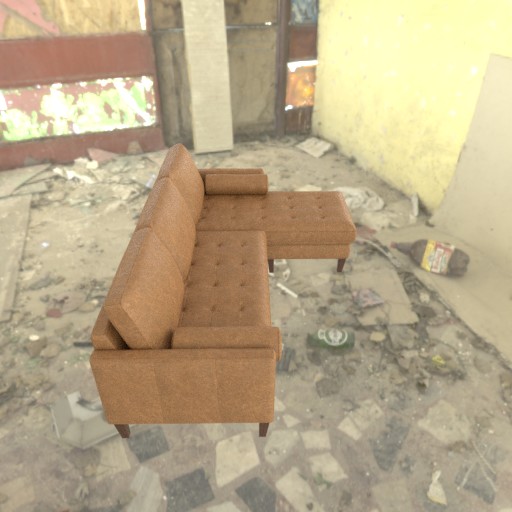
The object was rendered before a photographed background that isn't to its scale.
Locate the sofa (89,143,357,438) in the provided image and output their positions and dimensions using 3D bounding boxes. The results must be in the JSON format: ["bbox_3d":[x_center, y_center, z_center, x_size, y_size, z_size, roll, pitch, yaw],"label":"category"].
[{"bbox_3d":[0.000,0.000,2.943,1.506,0.876,2.178,0,34,-1],"label":"sofa"}]
